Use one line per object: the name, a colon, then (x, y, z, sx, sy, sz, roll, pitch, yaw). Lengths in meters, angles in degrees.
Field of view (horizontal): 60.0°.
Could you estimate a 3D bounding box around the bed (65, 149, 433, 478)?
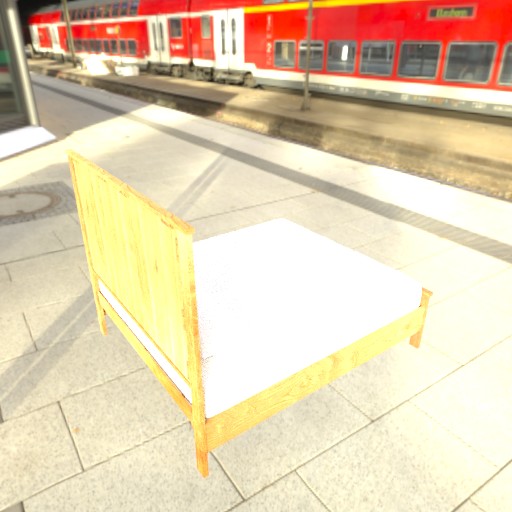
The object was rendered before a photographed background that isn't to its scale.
bed: (0.000, 0.000, 3.648, 2.201, 1.686, 1.936, -18, 32, -32)
